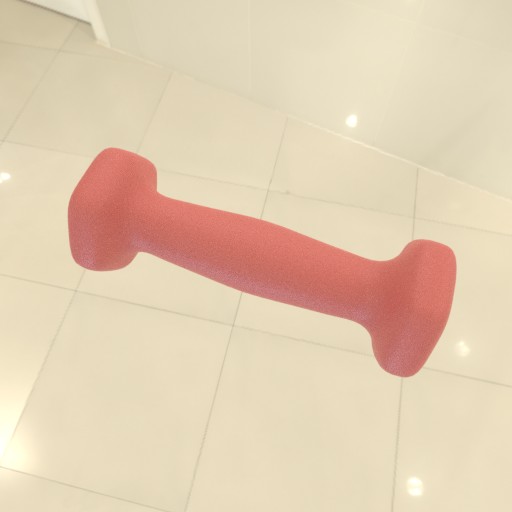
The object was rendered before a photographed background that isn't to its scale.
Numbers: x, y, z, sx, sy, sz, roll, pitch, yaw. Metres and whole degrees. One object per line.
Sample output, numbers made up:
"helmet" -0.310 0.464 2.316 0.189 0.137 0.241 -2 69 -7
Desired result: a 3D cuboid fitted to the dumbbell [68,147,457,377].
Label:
"dumbbell" 0.000 0.000 0.150 0.123 0.043 0.047 18 64 9
